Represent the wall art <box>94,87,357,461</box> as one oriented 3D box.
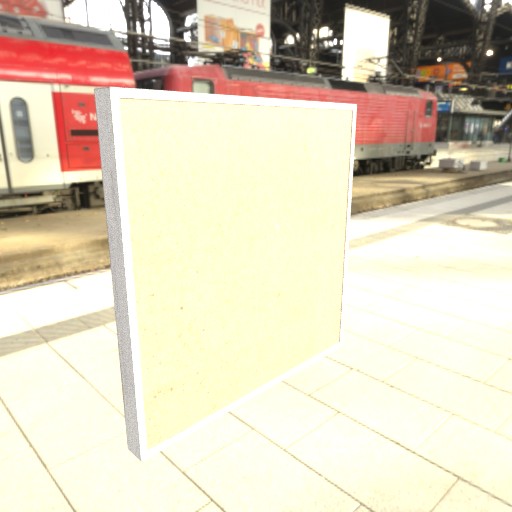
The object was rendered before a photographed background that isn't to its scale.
[{"bbox_3d":[0.000,0.000,0.756,0.038,0.508,0.508,15,22,43],"label":"wall art"}]
